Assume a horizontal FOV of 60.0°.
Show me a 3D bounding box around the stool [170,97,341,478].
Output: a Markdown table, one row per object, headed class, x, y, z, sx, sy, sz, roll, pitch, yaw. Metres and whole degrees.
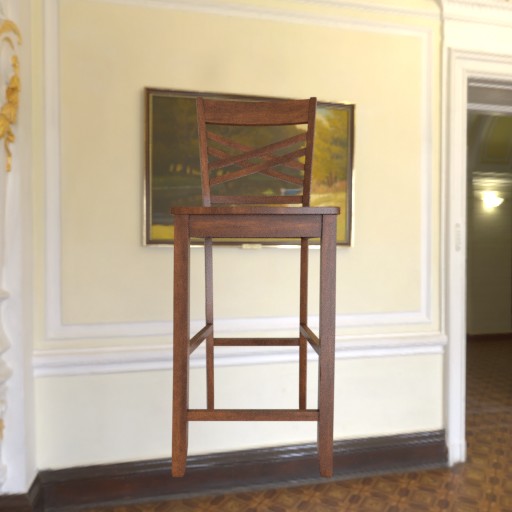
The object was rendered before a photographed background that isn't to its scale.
| class | x | y | z | sx | sy | sz | roll | pitch | yaw |
| --- | --- | --- | --- | --- | --- | --- | --- | --- | --- |
| stool | 0.000 | 0.000 | 1.337 | 0.426 | 1.098 | 0.504 | 0 | 1 | 0 |
